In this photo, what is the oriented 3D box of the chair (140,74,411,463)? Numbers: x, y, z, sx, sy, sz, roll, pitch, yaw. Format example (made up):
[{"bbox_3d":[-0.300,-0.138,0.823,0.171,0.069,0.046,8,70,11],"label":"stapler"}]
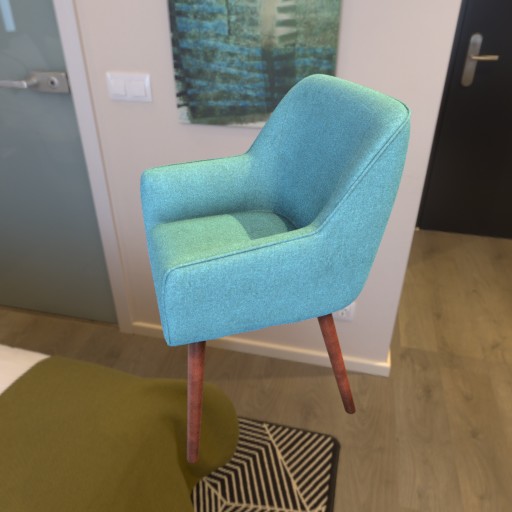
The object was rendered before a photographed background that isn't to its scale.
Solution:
[{"bbox_3d":[0.000,0.000,1.129,0.519,0.803,0.543,-9,32,-14],"label":"chair"}]
